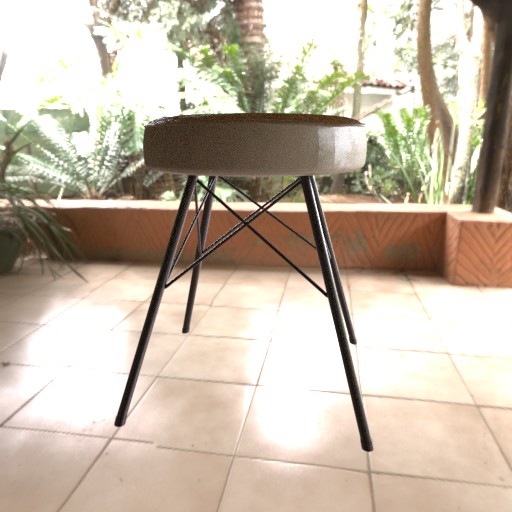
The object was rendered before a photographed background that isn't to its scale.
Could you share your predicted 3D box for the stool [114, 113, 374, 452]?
[{"bbox_3d":[0.000,0.000,0.892,0.457,0.538,0.423,2,15,8],"label":"stool"}]
